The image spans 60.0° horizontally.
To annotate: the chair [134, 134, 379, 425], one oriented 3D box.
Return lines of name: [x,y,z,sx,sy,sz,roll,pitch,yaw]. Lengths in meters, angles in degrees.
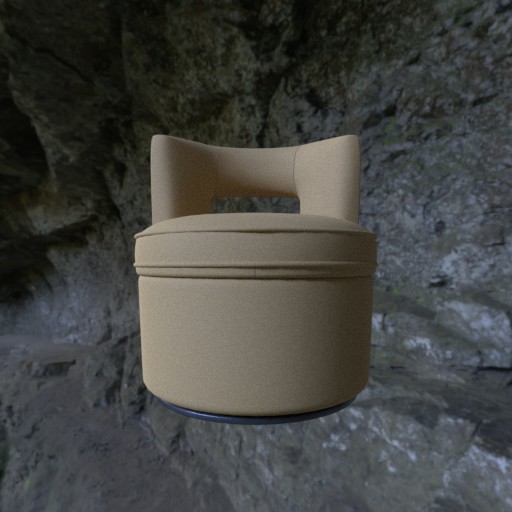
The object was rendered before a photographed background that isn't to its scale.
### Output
chair: [0.000,0.000,1.222,0.650,0.723,0.665,0,1,0]
